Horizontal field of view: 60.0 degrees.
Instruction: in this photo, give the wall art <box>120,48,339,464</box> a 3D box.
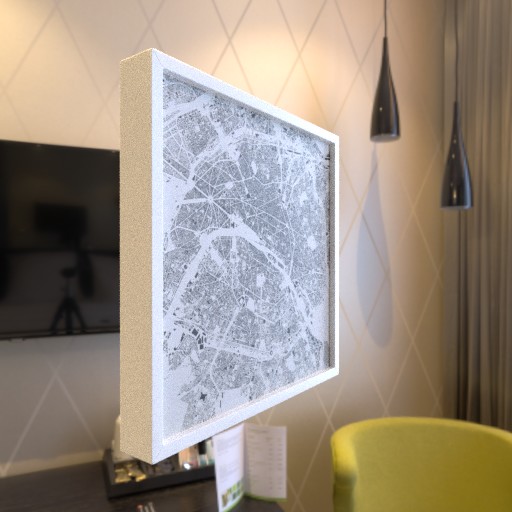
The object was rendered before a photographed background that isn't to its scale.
[{"bbox_3d":[0.000,0.000,0.455,0.038,0.305,0.305,0,0,37],"label":"wall art"}]
